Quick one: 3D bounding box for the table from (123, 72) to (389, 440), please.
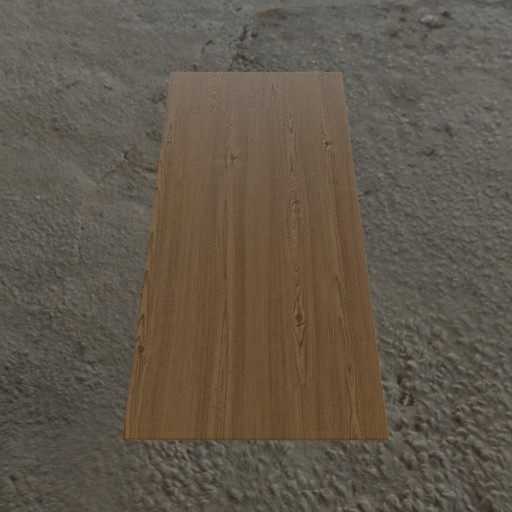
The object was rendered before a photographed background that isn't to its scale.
[{"bbox_3d":[0.000,0.000,2.246,0.901,0.750,1.797,0,62,0],"label":"table"}]
